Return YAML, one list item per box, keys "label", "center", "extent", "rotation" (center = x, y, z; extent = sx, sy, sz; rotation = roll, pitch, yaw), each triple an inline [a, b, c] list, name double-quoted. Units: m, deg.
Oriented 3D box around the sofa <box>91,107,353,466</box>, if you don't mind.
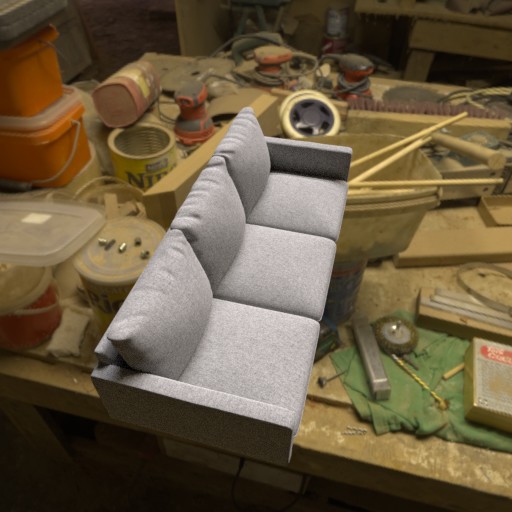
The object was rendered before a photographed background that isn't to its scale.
- label: "sofa"
  center: [0.000, 0.000, 2.482]
  extent: [0.850, 0.830, 2.000]
  rotation: [11, 46, 11]
